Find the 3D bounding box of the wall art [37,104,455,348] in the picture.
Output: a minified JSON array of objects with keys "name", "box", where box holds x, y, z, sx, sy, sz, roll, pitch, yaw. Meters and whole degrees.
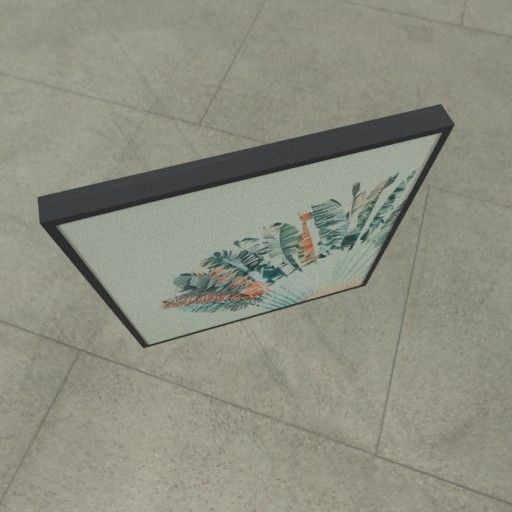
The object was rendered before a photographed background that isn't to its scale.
[{"name":"wall art","box":[0.000,0.000,0.756,0.509,0.507,0.037,-15,64,-7]}]
